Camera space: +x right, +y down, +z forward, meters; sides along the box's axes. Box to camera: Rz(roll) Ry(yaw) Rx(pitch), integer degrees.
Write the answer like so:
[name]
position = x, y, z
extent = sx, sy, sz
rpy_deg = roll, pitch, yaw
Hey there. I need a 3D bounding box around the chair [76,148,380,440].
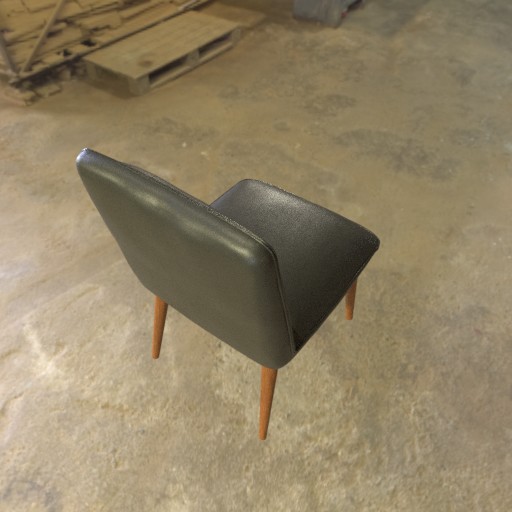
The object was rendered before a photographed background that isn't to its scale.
[chair]
position = 0.000, 0.000, 1.226
extent = 0.543, 0.801, 0.645
rpy_deg = 25, 51, 22
